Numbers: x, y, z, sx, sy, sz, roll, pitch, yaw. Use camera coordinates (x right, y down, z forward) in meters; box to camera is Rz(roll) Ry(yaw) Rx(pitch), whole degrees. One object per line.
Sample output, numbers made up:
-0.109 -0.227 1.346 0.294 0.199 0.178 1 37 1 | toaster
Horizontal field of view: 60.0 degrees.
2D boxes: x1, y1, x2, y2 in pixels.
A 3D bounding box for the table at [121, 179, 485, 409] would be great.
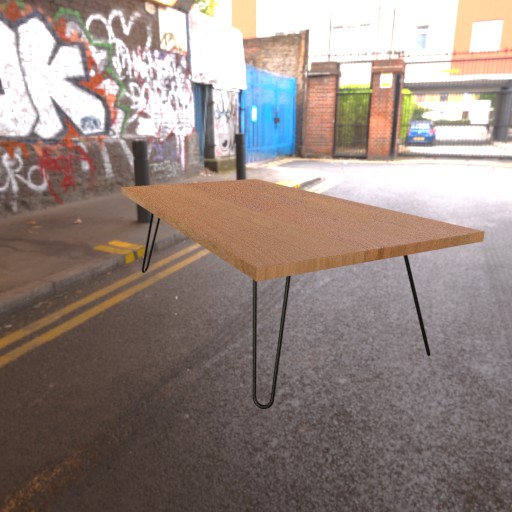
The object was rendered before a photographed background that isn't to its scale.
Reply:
0.000 0.000 1.677 0.699 0.400 1.348 -8 19 -26 | table
